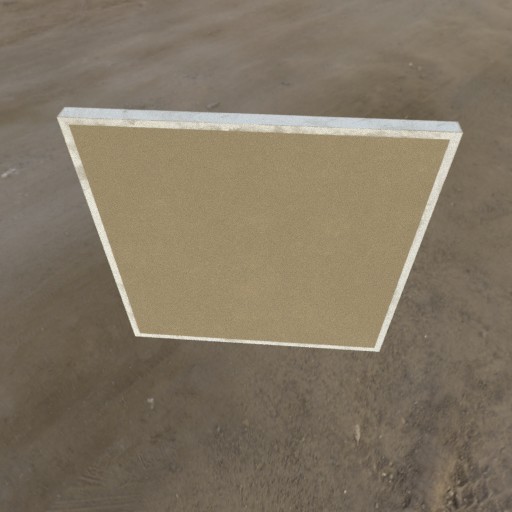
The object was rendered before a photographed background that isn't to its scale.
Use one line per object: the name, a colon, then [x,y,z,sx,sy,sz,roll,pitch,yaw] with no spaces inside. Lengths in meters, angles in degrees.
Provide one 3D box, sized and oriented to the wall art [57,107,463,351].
wall art: [0.000,0.000,1.116,0.760,0.757,0.038,3,47,3]
